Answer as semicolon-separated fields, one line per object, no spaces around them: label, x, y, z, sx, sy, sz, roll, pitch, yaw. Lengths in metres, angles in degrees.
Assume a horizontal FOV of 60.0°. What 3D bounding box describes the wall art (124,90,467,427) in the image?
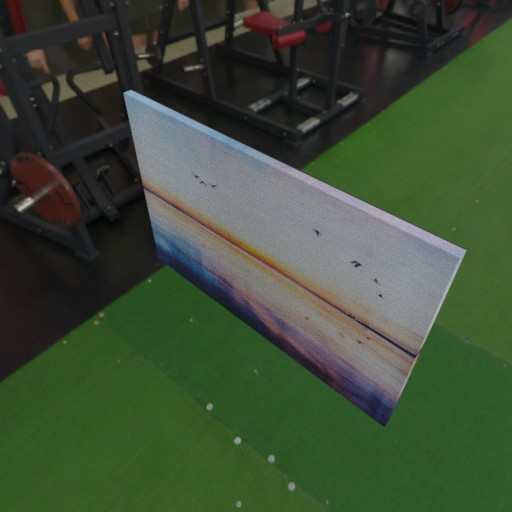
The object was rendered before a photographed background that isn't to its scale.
wall art;0.000;0.000;1.435;1.137;0.756;0.034;32;53;29
